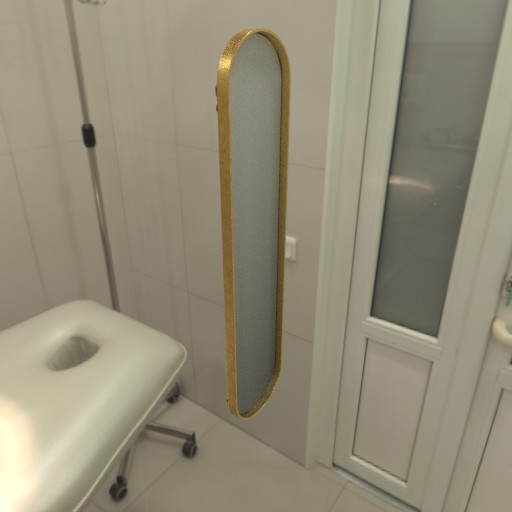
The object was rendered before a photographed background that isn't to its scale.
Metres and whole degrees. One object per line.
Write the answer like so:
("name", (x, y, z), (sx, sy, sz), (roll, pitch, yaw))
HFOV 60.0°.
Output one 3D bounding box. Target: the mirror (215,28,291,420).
("mirror", (0.000, 0.000, 1.084), (0.032, 0.991, 0.222), (17, 31, 32))
